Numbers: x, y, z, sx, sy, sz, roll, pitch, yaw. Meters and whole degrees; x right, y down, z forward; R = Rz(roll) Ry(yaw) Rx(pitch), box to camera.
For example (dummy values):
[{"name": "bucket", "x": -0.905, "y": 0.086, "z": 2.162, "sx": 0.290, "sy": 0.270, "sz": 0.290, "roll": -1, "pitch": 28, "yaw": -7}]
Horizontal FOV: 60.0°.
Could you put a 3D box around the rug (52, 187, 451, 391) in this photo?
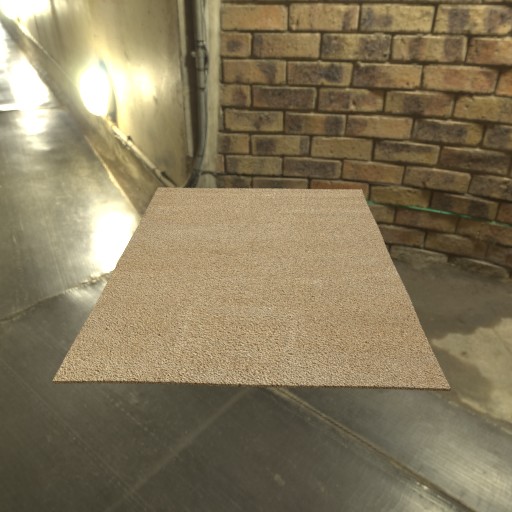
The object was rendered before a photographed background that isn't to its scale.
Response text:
[{"name": "rug", "x": 0.000, "y": 0.000, "z": 3.945, "sx": 2.400, "sy": 0.025, "sz": 3.000, "roll": 1, "pitch": 32, "yaw": 1}]
